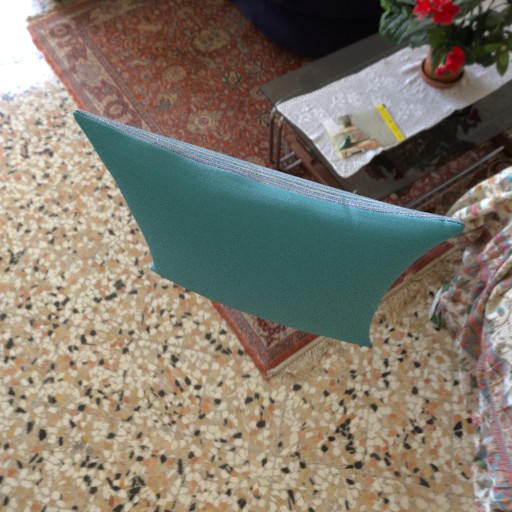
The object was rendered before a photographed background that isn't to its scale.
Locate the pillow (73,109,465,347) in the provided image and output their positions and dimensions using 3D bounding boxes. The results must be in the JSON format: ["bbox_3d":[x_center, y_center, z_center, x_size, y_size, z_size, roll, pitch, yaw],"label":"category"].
[{"bbox_3d":[0.000,0.000,0.757,0.514,0.497,0.150,19,65,9],"label":"pillow"}]
